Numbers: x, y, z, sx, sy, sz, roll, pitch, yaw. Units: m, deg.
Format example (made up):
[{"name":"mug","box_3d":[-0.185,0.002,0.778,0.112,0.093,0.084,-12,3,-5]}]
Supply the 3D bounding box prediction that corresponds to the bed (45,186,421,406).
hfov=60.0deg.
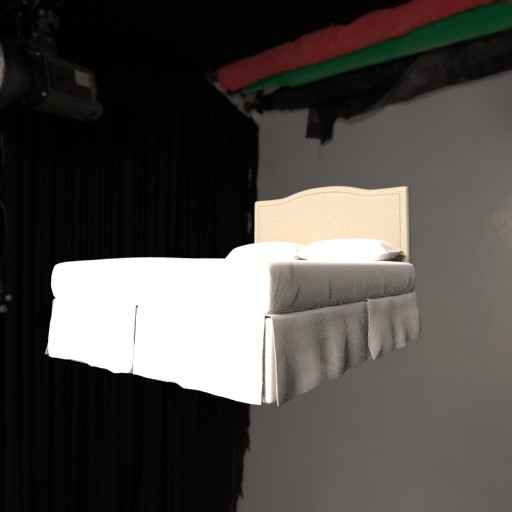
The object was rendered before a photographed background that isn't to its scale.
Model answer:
[{"name":"bed","box_3d":[0.000,0.000,3.537,1.977,1.437,2.477,-1,-1,36]}]
